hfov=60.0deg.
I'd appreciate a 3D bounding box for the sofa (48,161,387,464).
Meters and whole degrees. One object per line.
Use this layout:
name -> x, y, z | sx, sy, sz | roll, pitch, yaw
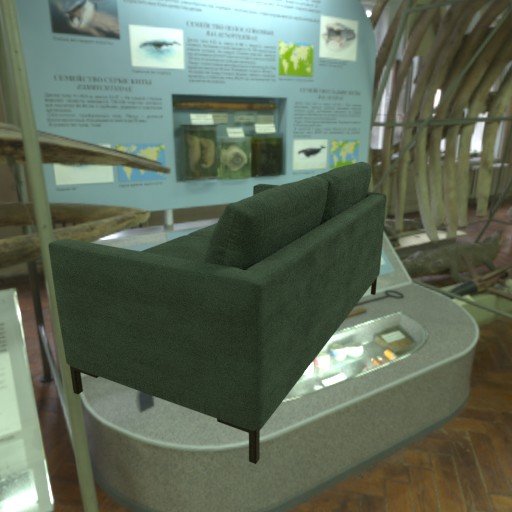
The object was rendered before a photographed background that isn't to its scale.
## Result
sofa -> 0.000, 0.000, 2.149 | 0.875, 0.817, 1.676 | 9, 19, 26
